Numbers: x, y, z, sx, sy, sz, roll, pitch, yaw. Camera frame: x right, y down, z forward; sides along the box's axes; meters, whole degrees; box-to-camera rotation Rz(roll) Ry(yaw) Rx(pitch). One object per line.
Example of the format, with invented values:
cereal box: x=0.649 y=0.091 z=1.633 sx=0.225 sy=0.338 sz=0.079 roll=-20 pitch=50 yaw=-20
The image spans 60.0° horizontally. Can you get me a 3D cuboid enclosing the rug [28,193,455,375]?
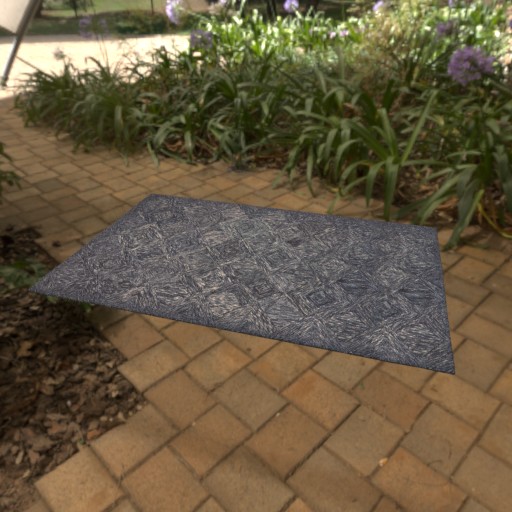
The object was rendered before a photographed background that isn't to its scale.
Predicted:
rug: x=0.000 y=0.000 z=2.190 sx=1.754 sy=0.010 sz=1.139 roll=8 pitch=32 yaw=14
